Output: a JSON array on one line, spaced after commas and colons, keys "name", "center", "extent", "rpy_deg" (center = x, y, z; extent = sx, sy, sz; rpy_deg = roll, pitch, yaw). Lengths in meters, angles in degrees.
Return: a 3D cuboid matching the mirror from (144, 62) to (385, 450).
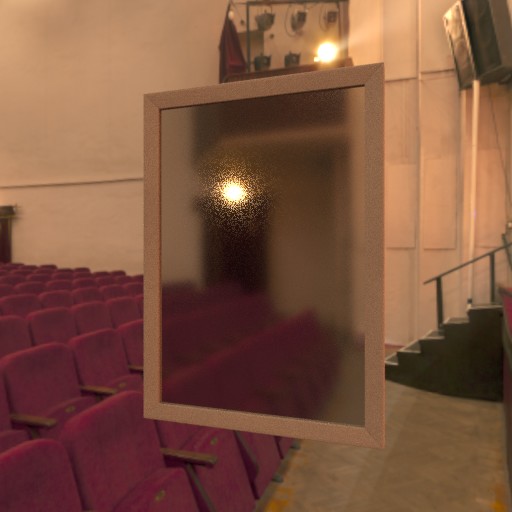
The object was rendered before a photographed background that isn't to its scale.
[{"name": "mirror", "center": [0.000, 0.000, 0.910], "extent": [0.507, 0.710, 0.040], "rpy_deg": [0, 0, 18]}]
